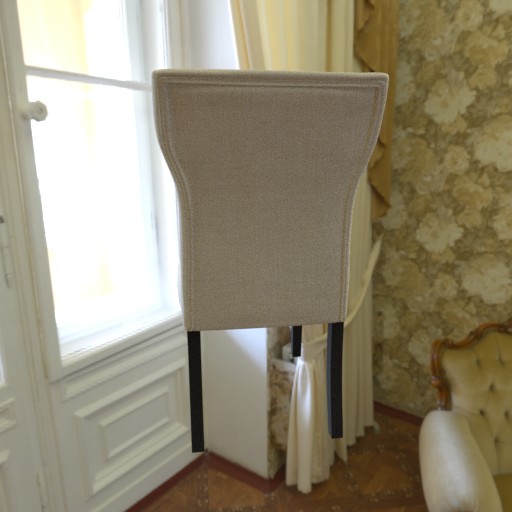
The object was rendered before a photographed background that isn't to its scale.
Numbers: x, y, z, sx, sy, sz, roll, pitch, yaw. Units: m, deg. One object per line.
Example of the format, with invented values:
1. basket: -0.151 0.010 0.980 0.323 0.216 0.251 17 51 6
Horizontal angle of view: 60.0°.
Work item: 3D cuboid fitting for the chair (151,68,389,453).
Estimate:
1. chair: 0.000 0.000 1.277 0.509 0.921 0.597 -2 14 -8
